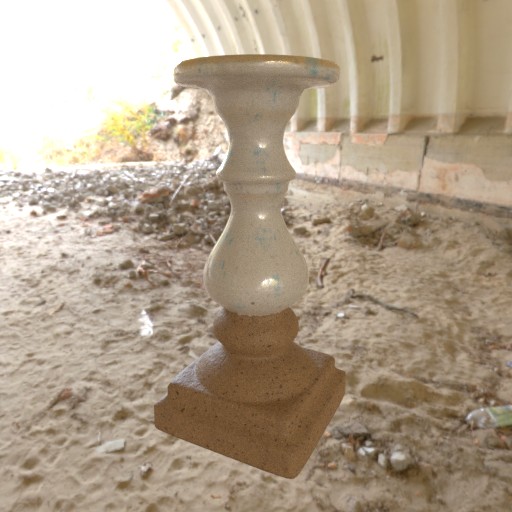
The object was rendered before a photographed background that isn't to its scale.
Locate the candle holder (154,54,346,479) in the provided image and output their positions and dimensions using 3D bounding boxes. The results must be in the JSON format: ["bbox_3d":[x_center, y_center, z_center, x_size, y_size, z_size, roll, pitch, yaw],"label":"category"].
[{"bbox_3d":[0.000,0.000,0.302,0.110,0.239,0.110,8,18,26],"label":"candle holder"}]
